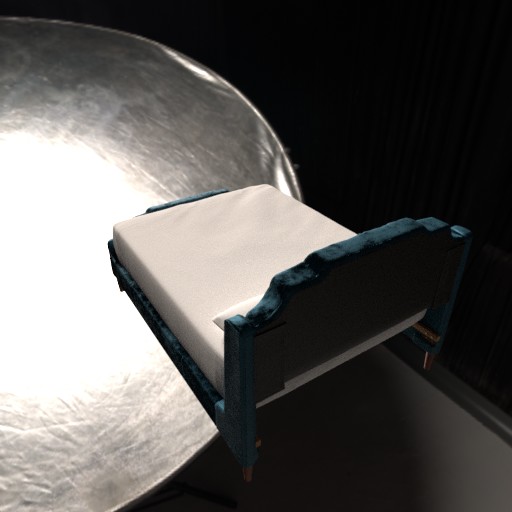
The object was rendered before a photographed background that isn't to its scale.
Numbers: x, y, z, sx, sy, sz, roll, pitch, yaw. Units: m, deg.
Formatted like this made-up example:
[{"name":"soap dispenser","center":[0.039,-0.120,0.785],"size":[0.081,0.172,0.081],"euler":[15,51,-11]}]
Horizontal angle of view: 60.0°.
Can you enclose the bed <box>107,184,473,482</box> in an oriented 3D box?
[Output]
[{"name":"bed","center":[0.000,0.000,3.371],"size":[1.678,1.338,2.322],"euler":[-19,37,-28]}]
